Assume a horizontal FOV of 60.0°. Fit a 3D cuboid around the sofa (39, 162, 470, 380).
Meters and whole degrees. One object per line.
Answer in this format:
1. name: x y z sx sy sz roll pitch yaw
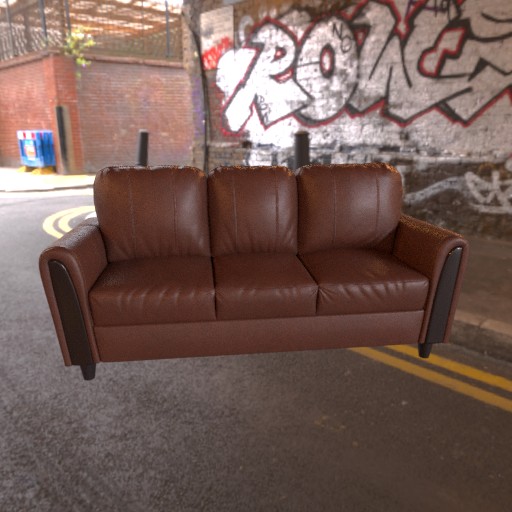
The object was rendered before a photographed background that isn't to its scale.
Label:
1. sofa: 0.000 0.000 2.278 1.862 0.915 0.802 -2 16 -7
